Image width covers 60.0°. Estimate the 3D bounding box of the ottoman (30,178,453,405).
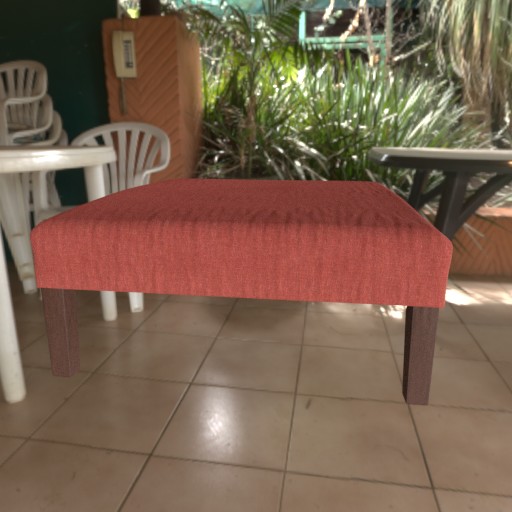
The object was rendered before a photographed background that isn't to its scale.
[{"bbox_3d":[0.000,0.000,1.372,0.889,0.411,0.890,2,16,8],"label":"ottoman"}]
